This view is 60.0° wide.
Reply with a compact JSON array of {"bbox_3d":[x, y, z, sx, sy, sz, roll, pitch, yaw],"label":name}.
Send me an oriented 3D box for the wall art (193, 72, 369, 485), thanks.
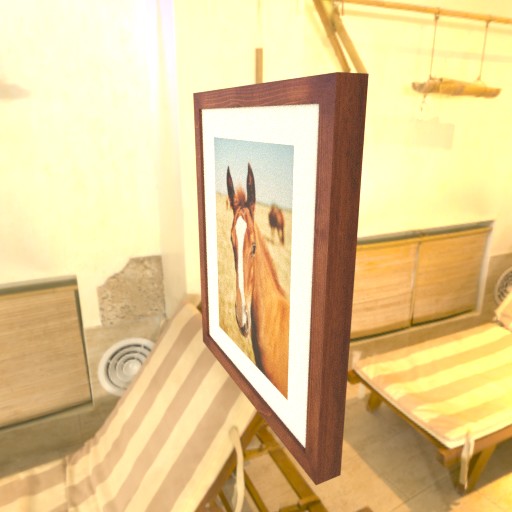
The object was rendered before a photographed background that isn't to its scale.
[{"bbox_3d":[0.000,0.000,0.531,0.030,0.381,0.330,-8,19,-25],"label":"wall art"}]
